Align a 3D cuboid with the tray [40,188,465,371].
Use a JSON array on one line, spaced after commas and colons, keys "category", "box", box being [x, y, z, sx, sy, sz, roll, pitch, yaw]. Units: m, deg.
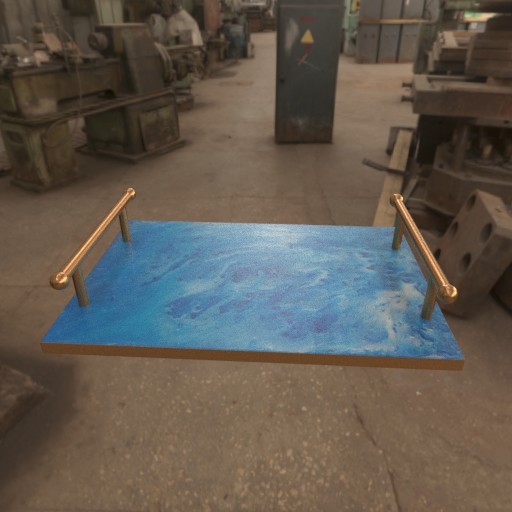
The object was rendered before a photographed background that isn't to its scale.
[{"category": "tray", "box": [0.000, 0.000, 0.577, 0.444, 0.084, 0.304, 2, 30, 3]}]
